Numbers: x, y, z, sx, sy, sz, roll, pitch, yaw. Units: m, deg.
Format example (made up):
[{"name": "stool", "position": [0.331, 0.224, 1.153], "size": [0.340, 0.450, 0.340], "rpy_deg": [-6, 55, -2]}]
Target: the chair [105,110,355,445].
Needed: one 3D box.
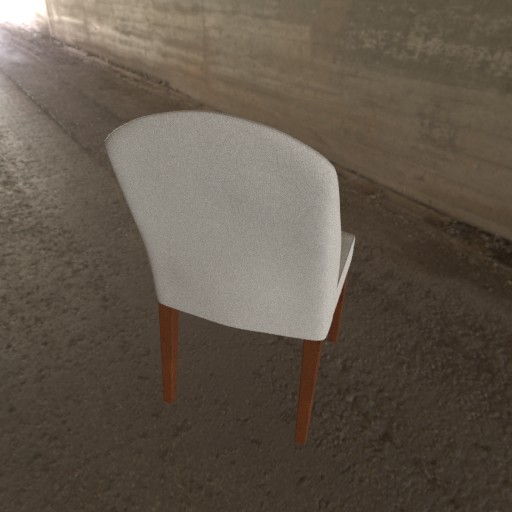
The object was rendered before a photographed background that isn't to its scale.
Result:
[{"name": "chair", "position": [0.000, 0.000, 1.207], "size": [0.472, 0.893, 0.540], "rpy_deg": [11, 33, 17]}]
